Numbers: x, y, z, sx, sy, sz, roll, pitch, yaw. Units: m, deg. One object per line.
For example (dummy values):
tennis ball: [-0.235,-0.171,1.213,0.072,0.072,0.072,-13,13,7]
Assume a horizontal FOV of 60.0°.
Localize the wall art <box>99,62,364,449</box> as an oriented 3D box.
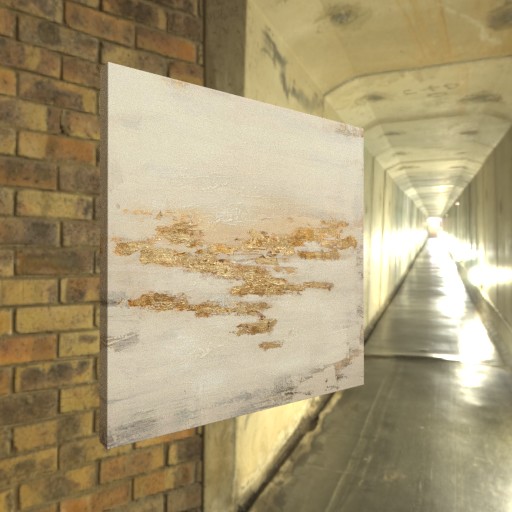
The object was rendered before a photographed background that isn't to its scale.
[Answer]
wall art: [0.000,0.000,0.895,0.611,0.613,0.040,0,0,-36]
